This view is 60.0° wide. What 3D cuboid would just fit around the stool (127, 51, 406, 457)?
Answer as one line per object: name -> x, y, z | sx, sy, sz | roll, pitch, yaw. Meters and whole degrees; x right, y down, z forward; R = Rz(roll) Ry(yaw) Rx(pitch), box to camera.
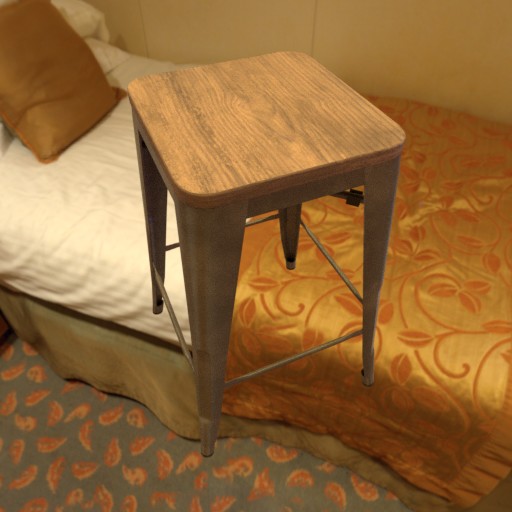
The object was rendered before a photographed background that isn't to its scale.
stool -> 0.000, 0.000, 0.845 | 0.407, 0.607, 0.407 | -18, 48, -16
